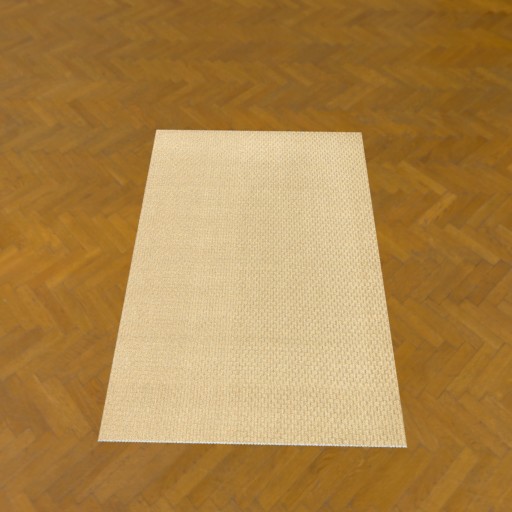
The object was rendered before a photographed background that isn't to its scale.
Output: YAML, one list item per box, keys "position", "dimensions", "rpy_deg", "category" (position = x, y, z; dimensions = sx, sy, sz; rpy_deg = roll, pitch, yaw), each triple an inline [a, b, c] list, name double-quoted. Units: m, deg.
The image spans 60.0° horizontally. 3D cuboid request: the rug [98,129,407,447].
- position: [0.000, 0.000, 2.716]
  dimensions: [1.509, 0.013, 2.144]
  rpy_deg: [1, 59, 1]
  category: "rug"
